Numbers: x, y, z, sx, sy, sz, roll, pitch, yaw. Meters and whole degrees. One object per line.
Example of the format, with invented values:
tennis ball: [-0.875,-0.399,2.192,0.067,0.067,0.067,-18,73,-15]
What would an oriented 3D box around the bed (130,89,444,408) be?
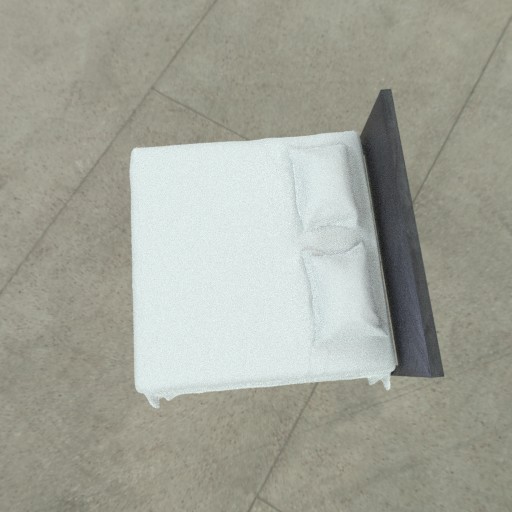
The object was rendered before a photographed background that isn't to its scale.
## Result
bed: [0.000,0.000,3.480,2.165,1.158,2.255,-5,76,-1]
